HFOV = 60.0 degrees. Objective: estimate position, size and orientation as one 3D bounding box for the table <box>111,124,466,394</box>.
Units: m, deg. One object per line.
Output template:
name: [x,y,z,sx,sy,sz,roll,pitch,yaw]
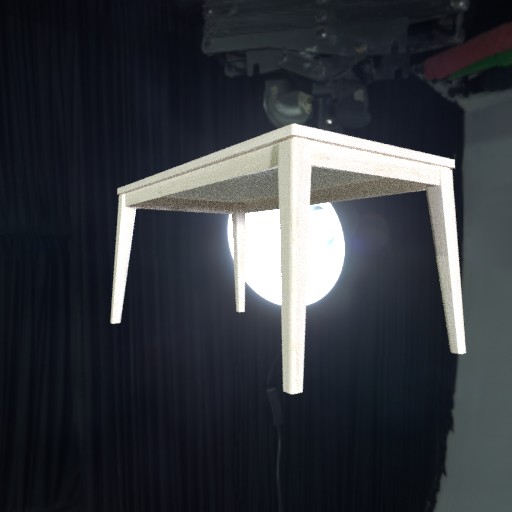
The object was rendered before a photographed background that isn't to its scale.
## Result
table: [0.000,0.000,2.132,0.900,0.760,1.600,0,0,-36]
